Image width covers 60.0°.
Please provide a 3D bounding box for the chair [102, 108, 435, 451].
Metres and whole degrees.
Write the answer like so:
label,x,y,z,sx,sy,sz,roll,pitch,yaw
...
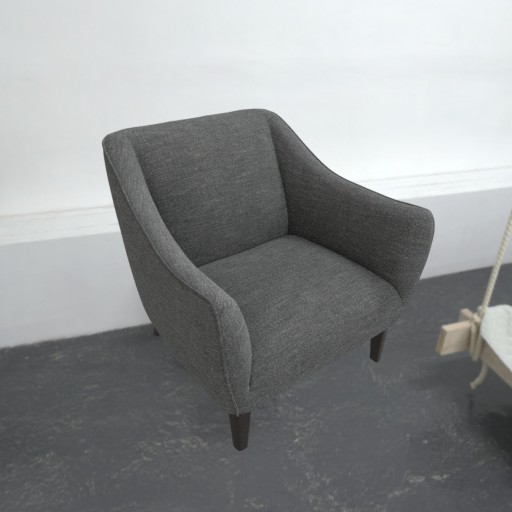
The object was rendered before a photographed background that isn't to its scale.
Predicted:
label,x,y,z,sx,sy,sz,roll,pitch,yaw
chair,0.000,0.000,1.581,0.870,0.829,0.851,-21,36,-31
